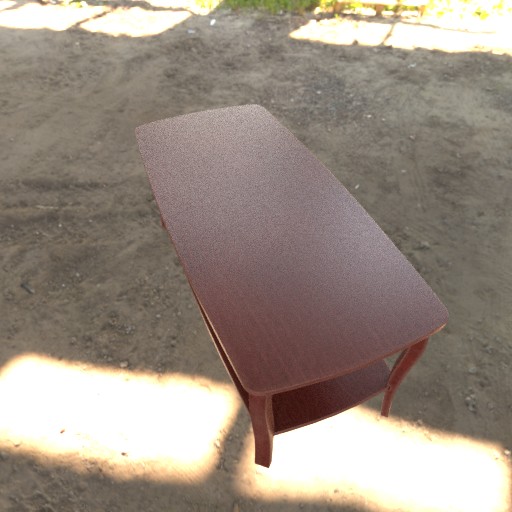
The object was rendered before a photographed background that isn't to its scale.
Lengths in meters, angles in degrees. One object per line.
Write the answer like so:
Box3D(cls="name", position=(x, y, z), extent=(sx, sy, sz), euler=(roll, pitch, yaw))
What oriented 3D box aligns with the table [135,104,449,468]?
Box3D(cls="table", position=(0.000, 0.000, 1.501), extent=(0.561, 0.473, 1.216), euler=(-16, 47, -16))
